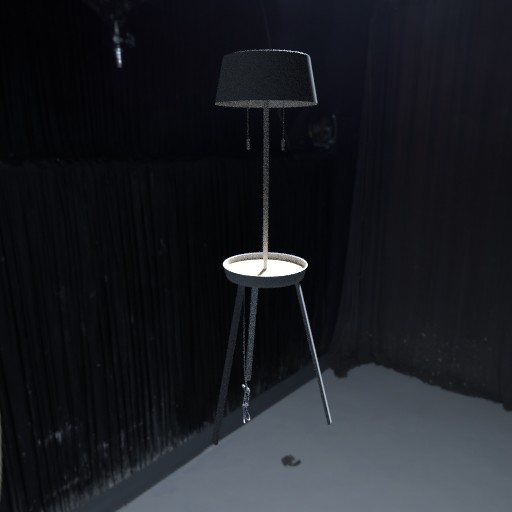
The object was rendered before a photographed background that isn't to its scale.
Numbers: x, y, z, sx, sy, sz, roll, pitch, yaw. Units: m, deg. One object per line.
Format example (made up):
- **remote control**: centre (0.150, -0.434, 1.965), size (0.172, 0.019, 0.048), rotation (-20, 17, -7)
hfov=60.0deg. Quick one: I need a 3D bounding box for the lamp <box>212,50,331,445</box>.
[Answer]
- **lamp**: centre (0.000, 0.000, 1.693), size (0.508, 1.429, 0.468), rotation (14, 21, 42)
